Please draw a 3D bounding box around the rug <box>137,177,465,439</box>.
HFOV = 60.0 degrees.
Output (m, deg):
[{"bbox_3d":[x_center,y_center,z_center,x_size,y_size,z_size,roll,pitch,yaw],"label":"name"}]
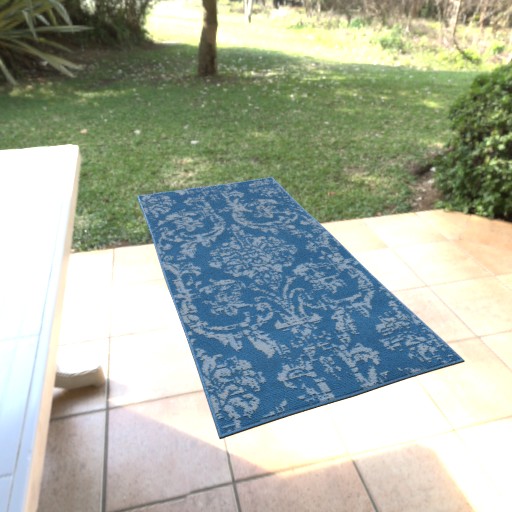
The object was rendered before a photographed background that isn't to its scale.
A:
[{"bbox_3d":[0.000,0.000,1.442,0.604,0.007,1.219,-11,34,-17],"label":"rug"}]
